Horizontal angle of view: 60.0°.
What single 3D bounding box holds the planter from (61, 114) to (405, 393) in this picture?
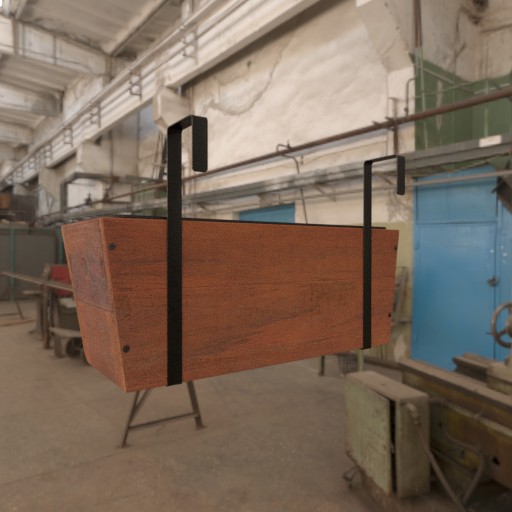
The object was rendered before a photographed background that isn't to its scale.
[{"bbox_3d":[0.000,0.000,0.647,0.480,0.289,0.262,0,1,-35],"label":"planter"}]
